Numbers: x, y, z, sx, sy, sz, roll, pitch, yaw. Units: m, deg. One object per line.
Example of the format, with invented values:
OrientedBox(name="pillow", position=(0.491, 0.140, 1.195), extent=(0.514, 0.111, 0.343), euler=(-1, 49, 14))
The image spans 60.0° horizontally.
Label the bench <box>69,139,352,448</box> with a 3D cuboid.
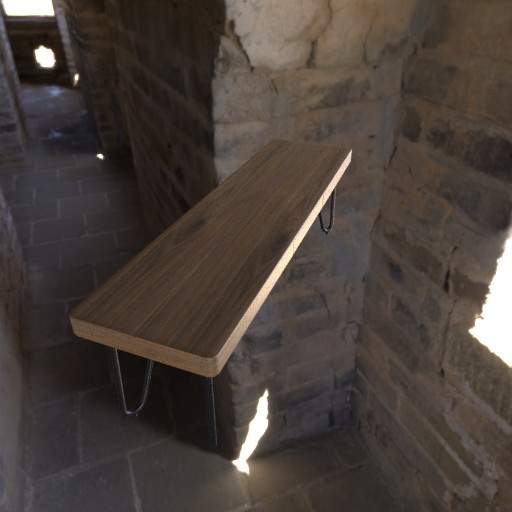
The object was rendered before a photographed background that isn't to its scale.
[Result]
OrientedBox(name="bench", position=(0.000, 0.000, 1.801), extent=(0.425, 0.462, 1.570), euler=(12, 34, 18))
